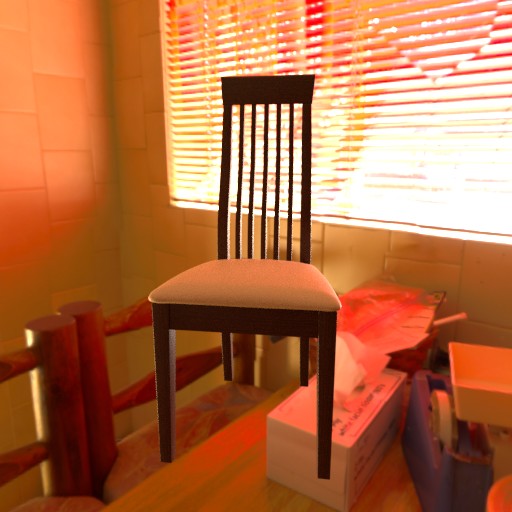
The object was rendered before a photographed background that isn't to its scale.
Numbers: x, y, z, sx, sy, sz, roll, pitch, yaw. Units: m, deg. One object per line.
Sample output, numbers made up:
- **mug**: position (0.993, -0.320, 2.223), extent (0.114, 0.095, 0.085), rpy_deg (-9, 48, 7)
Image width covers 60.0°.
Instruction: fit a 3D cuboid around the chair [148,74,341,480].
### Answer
- **chair**: position (0.000, 0.000, 1.243), extent (0.460, 1.027, 0.474), rpy_deg (2, 13, 8)
